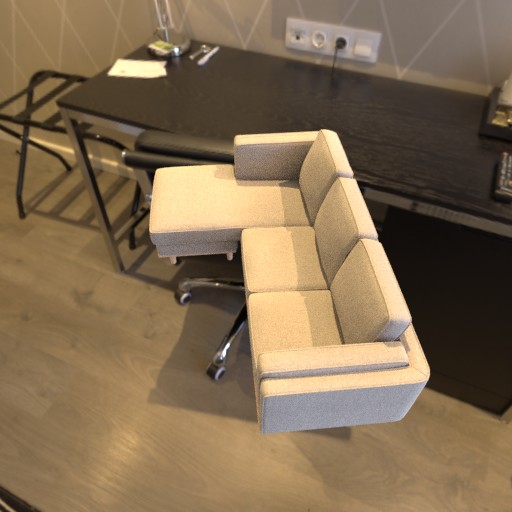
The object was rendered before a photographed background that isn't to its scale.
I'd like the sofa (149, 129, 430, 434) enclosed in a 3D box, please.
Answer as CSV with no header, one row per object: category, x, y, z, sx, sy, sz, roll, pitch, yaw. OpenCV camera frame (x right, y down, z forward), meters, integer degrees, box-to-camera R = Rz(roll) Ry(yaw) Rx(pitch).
sofa,0.000,0.000,3.199,1.604,0.929,2.411,-4,47,-4
